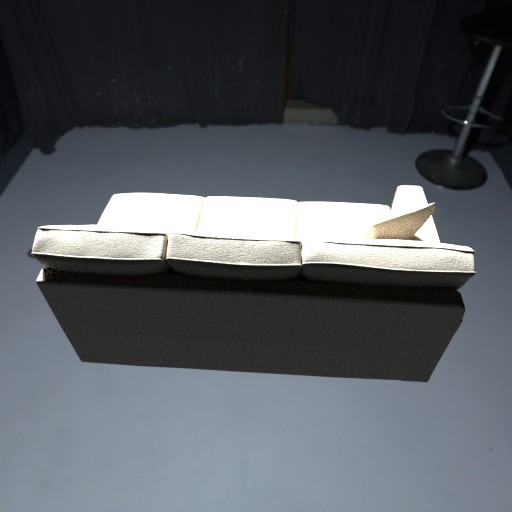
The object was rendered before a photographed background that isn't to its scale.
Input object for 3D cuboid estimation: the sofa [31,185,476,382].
[{"bbox_3d":[0.000,0.000,2.511,1.962,0.946,1.034,3,46,3],"label":"sofa"}]
